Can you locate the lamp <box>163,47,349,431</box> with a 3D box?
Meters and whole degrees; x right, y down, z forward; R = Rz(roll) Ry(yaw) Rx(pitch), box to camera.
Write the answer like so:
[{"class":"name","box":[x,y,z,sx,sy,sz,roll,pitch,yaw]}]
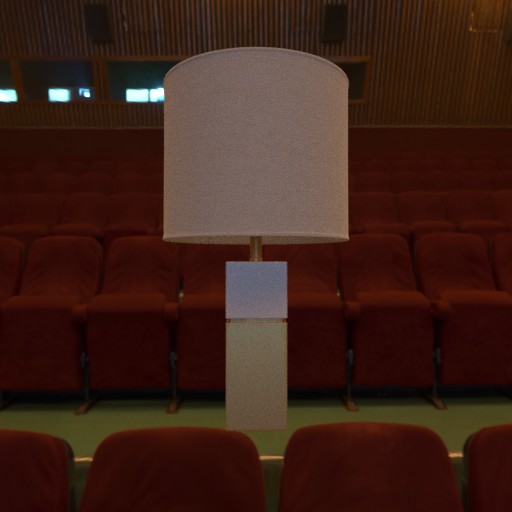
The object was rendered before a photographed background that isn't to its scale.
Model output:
[{"class":"lamp","box":[0.000,0.000,0.557,0.229,0.417,0.229,0,-1,-2]}]
